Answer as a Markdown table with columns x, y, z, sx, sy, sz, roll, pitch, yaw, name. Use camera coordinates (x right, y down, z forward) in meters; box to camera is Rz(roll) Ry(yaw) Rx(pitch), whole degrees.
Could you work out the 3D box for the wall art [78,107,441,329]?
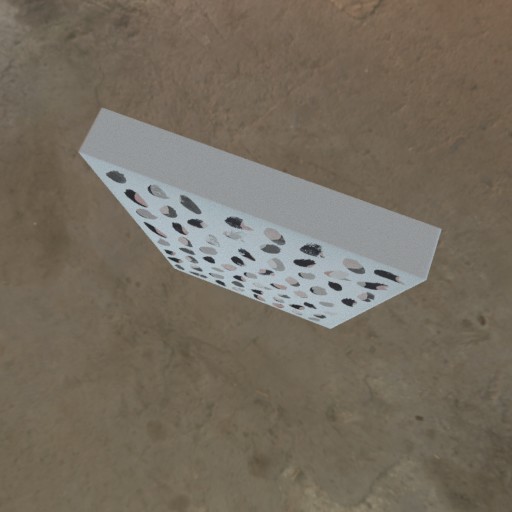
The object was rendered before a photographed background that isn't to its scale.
| x | y | z | sx | sy | sz | roll | pitch | yaw | name |
| --- | --- | --- | --- | --- | --- | --- | --- | --- | --- |
| 0.000 | 0.000 | 0.488 | 0.252 | 0.381 | 0.039 | 21 | 77 | 5 | wall art |
